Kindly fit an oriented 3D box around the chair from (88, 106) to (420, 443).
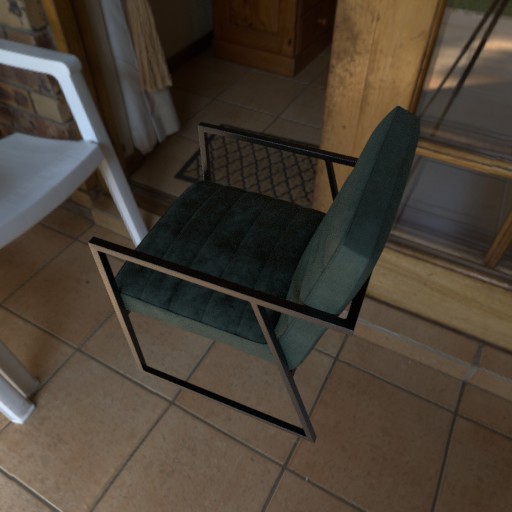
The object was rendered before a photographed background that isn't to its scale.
[{"bbox_3d":[0.000,0.000,1.279,0.677,0.833,0.571,17,50,15],"label":"chair"}]
